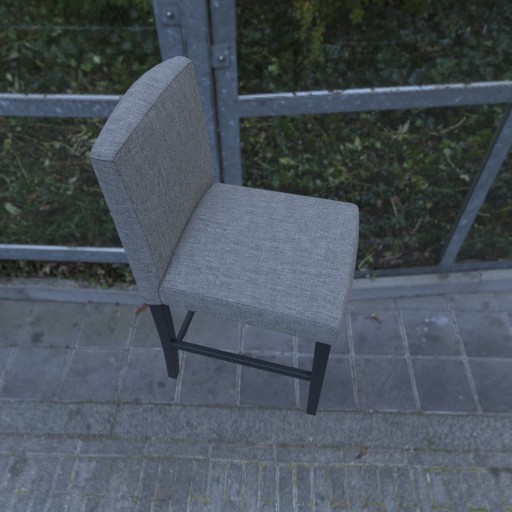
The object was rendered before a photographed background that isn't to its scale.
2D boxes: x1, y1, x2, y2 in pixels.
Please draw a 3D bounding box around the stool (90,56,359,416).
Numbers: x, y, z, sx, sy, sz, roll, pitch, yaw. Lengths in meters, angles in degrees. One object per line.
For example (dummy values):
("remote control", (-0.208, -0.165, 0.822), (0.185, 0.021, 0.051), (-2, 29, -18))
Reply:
("stool", (0.000, 0.000, 1.265), (0.552, 0.966, 0.451), (11, 49, 10))
